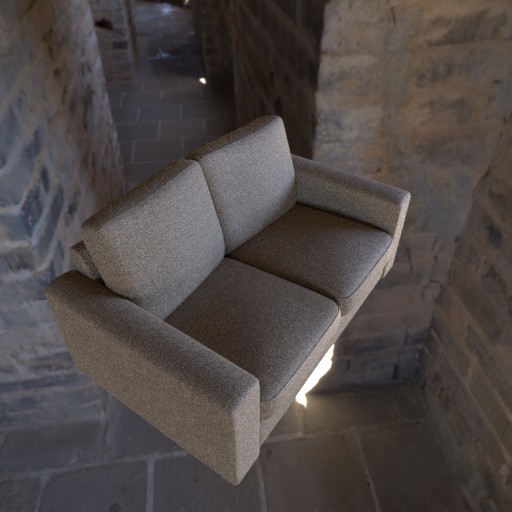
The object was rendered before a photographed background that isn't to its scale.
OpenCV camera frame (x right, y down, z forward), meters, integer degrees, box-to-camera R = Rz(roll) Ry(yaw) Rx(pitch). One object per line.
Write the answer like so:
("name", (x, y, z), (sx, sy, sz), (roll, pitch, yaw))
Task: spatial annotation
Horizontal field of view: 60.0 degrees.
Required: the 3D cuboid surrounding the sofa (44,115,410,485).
("sofa", (0.000, 0.000, 2.174), (1.016, 0.873, 1.616), (24, 46, 26))
